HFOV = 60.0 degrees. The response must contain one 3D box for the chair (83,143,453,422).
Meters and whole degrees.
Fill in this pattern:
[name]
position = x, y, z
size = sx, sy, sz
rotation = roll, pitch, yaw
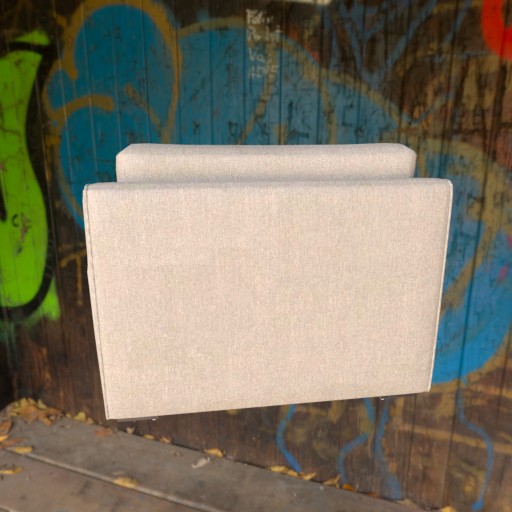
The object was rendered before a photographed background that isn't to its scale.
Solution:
[chair]
position = 0.000, 0.000, 1.964
size = 1.270, 0.974, 1.043
rotation = -2, 15, -8
